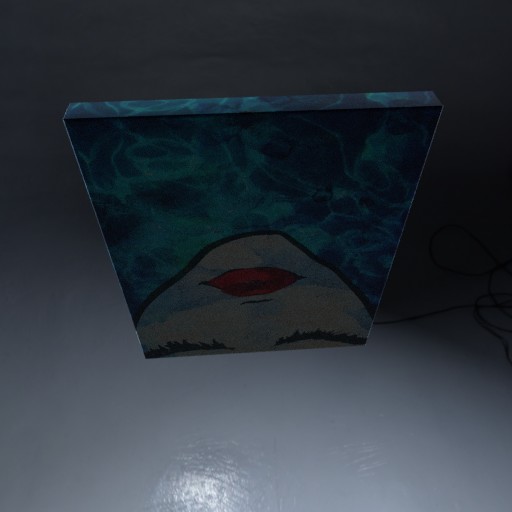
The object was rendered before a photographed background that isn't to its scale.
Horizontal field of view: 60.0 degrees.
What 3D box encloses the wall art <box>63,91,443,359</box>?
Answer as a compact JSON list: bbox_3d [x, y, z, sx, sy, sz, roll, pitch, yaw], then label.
[{"bbox_3d":[0.000,0.000,0.697,0.432,0.508,0.038,-3,46,-3],"label":"wall art"}]
